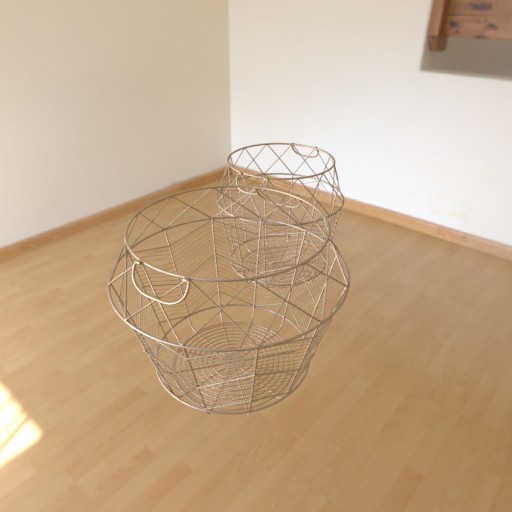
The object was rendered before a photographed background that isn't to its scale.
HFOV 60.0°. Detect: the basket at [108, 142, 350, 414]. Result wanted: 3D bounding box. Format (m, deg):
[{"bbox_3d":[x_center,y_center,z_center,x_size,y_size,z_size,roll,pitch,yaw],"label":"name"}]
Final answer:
[{"bbox_3d":[0.000,0.000,1.032,0.451,0.343,0.805,8,32,14],"label":"basket"}]
